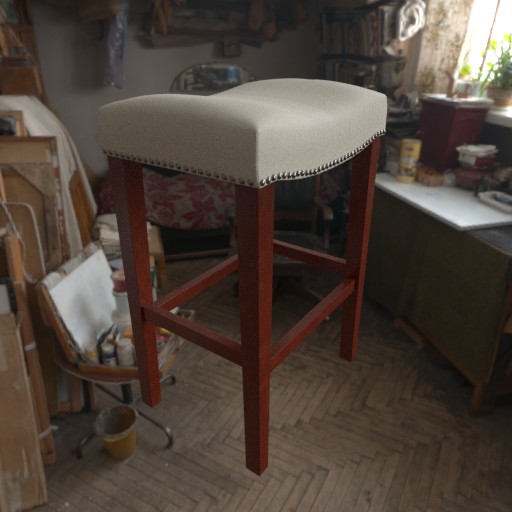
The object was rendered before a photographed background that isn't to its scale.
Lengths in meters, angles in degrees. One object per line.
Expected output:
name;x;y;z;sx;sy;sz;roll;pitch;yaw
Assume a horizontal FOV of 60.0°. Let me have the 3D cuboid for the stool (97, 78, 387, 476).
stool;0.000;0.000;1.035;0.372;0.742;0.504;18;31;31
